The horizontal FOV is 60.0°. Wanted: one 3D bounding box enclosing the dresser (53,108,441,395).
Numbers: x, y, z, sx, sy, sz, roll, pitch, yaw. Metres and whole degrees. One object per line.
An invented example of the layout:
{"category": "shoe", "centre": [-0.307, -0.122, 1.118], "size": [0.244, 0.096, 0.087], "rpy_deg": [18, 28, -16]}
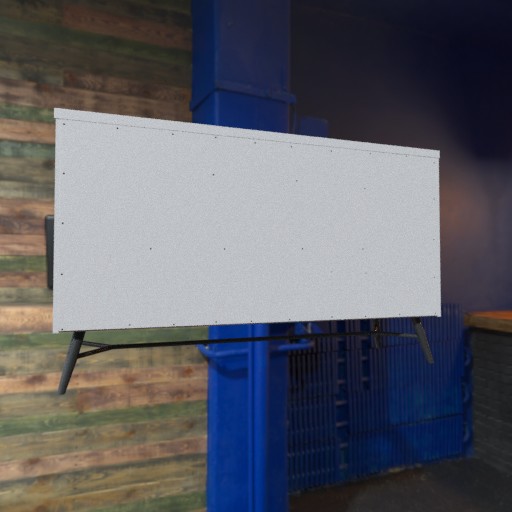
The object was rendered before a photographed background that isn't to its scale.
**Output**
{"category": "dresser", "centre": [0.000, 0.000, 1.865], "size": [1.524, 0.914, 0.457], "rpy_deg": [1, -2, -19]}
